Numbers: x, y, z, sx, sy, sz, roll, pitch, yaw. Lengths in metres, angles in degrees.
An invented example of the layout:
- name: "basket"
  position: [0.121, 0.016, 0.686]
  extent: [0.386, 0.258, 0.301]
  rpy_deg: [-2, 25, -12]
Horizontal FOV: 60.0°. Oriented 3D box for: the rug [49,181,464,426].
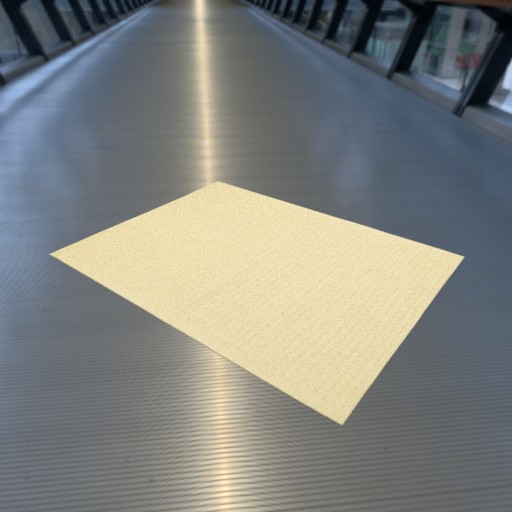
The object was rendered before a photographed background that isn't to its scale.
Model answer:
- name: "rug"
  position: [0.000, 0.000, 4.280]
  extent: [3.204, 0.016, 2.452]
  rpy_deg: [22, 37, 32]
